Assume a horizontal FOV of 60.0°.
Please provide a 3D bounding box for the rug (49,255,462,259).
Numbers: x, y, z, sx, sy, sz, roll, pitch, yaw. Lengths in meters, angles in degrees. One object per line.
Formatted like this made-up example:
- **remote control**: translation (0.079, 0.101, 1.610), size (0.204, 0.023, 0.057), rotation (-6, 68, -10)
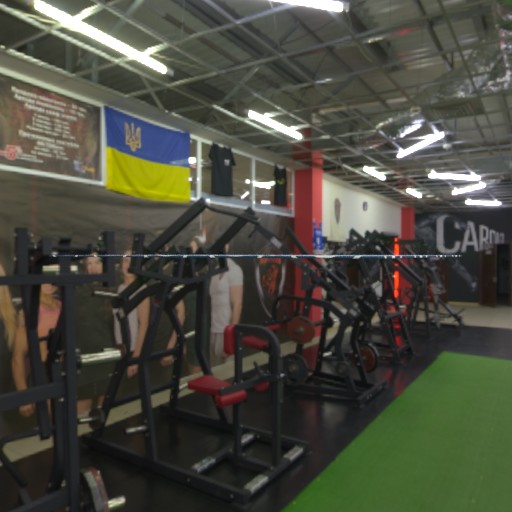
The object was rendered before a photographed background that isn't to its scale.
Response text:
- **rug**: translation (0.000, 0.000, 2.807), size (2.134, 0.010, 1.524), rotation (0, 0, 35)
